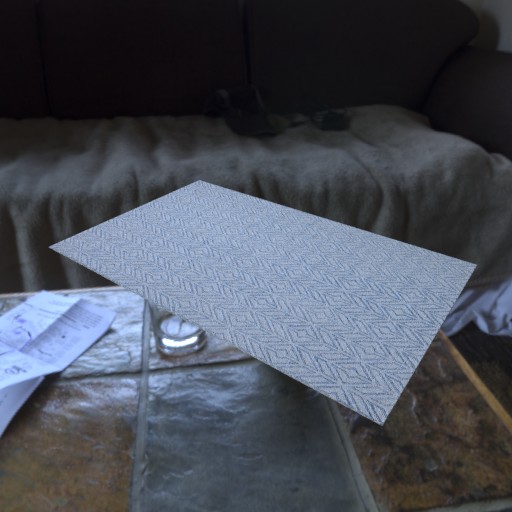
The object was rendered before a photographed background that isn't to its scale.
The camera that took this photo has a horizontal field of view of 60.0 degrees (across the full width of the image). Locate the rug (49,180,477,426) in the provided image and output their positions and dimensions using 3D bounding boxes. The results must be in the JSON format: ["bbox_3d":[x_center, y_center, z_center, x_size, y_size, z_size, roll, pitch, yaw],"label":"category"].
[{"bbox_3d":[0.000,0.000,2.973,2.441,0.008,1.526,21,37,31],"label":"rug"}]
